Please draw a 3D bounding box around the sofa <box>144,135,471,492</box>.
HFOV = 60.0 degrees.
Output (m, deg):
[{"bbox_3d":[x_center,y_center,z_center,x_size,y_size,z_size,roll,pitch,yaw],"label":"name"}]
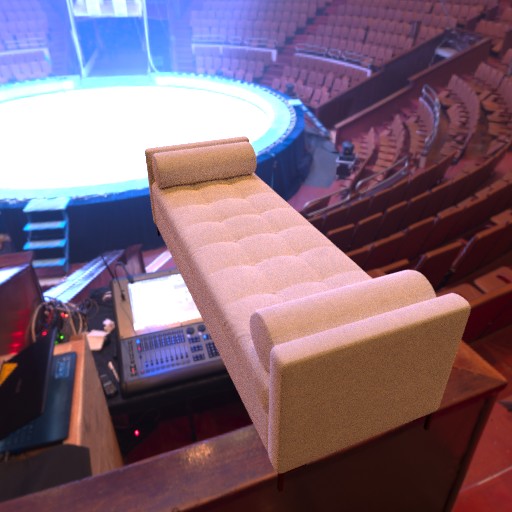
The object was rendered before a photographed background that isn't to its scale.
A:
[{"bbox_3d":[0.000,0.000,2.237,0.686,0.635,1.981,-13,34,-19],"label":"sofa"}]
